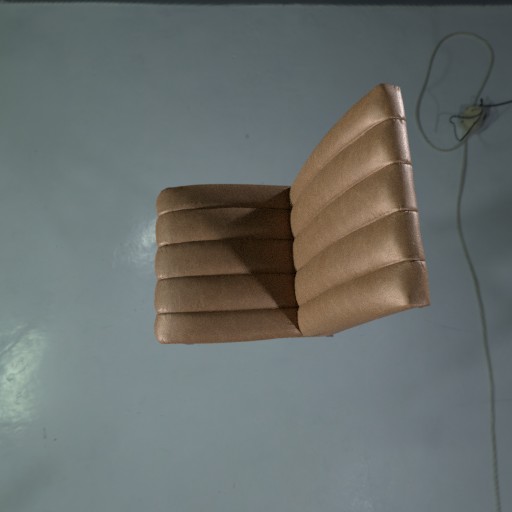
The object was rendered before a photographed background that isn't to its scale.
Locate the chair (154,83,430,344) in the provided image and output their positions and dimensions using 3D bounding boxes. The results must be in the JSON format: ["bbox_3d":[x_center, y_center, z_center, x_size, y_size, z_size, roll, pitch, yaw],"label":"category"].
[{"bbox_3d":[0.000,0.000,1.357,0.647,1.016,0.511,-2,76,-1],"label":"chair"}]
